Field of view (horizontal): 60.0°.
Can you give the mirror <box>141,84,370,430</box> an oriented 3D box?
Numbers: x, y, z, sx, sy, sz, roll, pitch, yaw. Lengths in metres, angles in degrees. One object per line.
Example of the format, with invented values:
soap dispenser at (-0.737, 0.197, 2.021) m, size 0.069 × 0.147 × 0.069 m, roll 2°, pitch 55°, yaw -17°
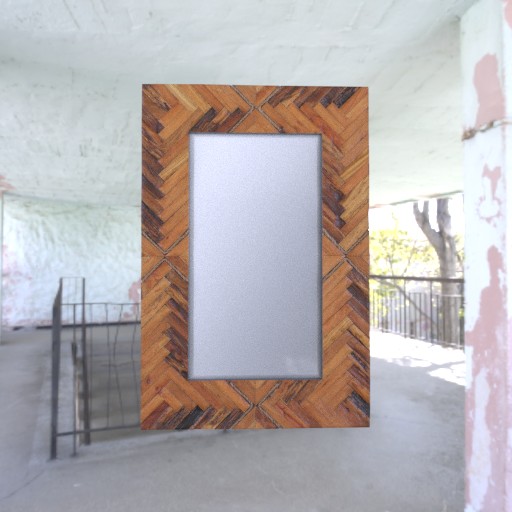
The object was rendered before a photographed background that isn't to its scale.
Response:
mirror at (0.000, 0.000, 1.194) m, size 0.606 × 0.912 × 0.044 m, roll 0°, pitch -1°, yaw -2°
